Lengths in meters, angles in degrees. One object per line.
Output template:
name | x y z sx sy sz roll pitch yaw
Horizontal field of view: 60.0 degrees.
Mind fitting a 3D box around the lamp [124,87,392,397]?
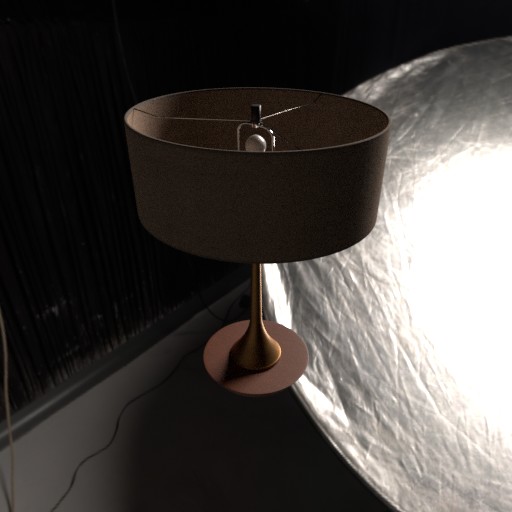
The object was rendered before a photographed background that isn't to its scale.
lamp | 0.000 0.000 0.835 0.417 0.551 0.396 22 37 32
